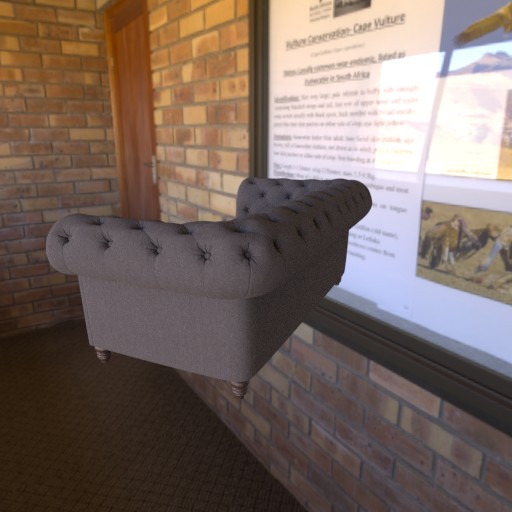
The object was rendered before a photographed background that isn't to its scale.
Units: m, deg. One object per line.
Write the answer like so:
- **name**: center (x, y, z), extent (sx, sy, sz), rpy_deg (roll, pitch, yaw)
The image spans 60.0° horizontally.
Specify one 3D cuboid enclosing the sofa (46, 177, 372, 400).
- **sofa**: center (0.000, 0.000, 2.517), extent (0.986, 0.764, 1.998), rpy_deg (7, 17, 24)
